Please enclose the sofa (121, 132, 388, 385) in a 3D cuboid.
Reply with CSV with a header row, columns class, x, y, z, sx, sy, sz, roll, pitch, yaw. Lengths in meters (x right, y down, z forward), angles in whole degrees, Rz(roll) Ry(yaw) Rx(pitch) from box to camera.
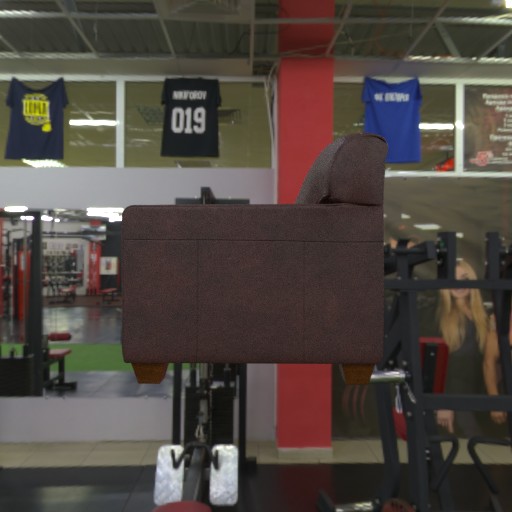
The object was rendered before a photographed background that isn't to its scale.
class,x,y,z,sx,sy,sz,roll,pitch,yaw
sofa,0.000,0.000,2.586,1.008,0.953,2.039,0,0,1
